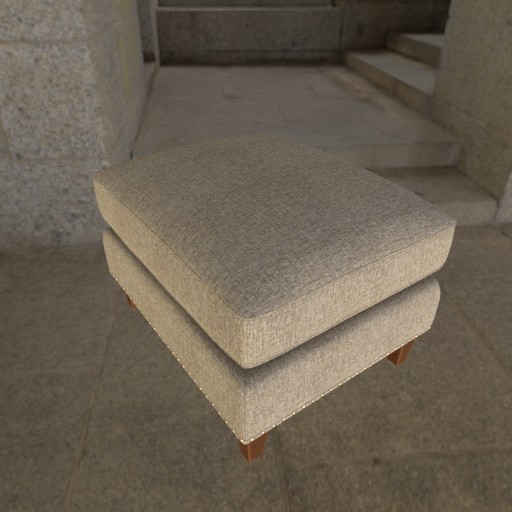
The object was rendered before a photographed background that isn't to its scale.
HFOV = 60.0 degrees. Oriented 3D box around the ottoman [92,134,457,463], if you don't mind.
[{"bbox_3d":[0.000,0.000,1.164,0.584,0.513,0.741,-21,38,-29],"label":"ottoman"}]
